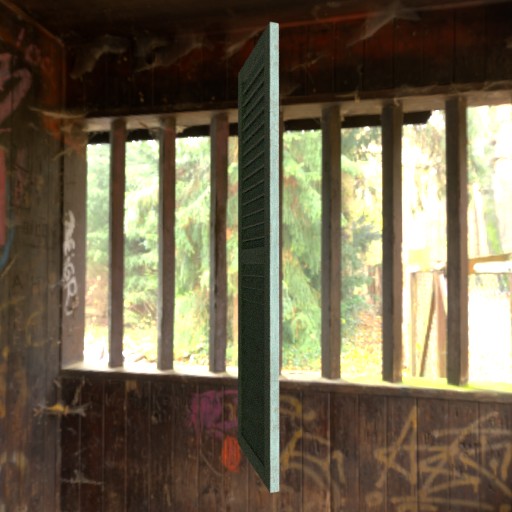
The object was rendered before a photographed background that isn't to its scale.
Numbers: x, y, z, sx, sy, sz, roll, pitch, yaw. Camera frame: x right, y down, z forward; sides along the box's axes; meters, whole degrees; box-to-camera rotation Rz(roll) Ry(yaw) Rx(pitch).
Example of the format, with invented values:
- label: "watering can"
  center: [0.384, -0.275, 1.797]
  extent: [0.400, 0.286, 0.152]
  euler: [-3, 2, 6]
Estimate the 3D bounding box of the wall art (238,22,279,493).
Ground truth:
- label: "wall art"
  center: [0.000, 0.000, 1.307]
  extent: [0.025, 1.219, 0.329]
  euler: [0, -1, -17]
